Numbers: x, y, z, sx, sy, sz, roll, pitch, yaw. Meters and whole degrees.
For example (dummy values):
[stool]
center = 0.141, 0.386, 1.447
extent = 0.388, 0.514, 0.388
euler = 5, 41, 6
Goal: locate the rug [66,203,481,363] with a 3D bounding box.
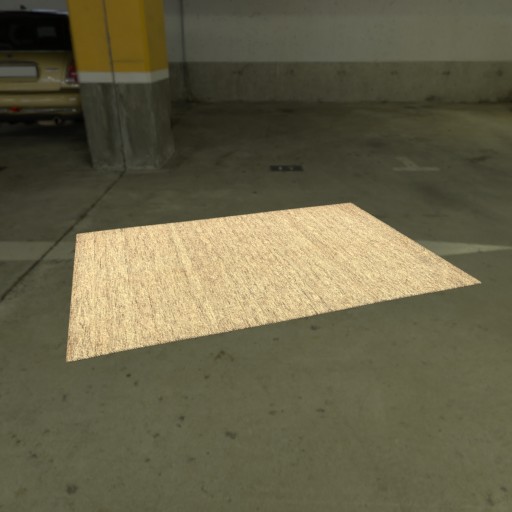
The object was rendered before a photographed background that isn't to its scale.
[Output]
[rug]
center = 0.000, 0.000, 2.941
extent = 2.283, 0.013, 1.547
euler = -8, 27, -17
